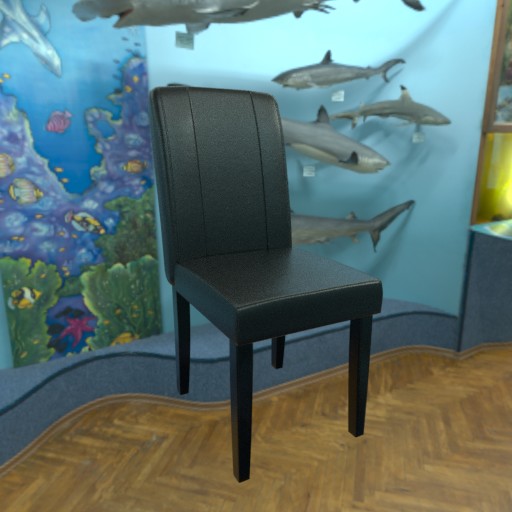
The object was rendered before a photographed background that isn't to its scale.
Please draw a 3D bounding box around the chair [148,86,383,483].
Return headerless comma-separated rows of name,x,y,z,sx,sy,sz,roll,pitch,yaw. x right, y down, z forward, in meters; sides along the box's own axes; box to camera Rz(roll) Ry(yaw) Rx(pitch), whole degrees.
chair,0.000,0.000,1.188,0.399,0.897,0.556,-8,16,-27
